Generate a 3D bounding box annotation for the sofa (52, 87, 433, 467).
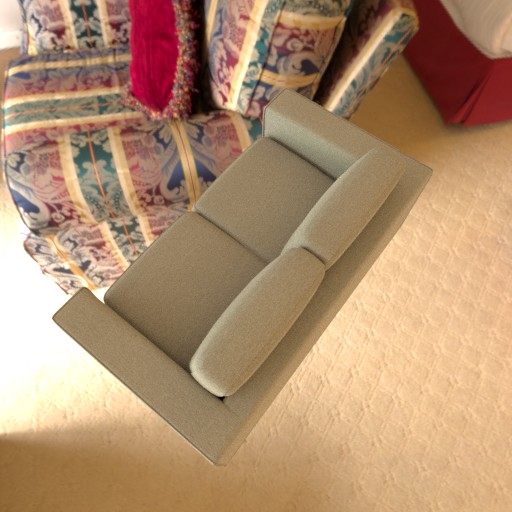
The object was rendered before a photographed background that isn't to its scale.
[{"bbox_3d":[0.000,0.000,2.374,1.007,0.924,1.812,35,69,15],"label":"sofa"}]
